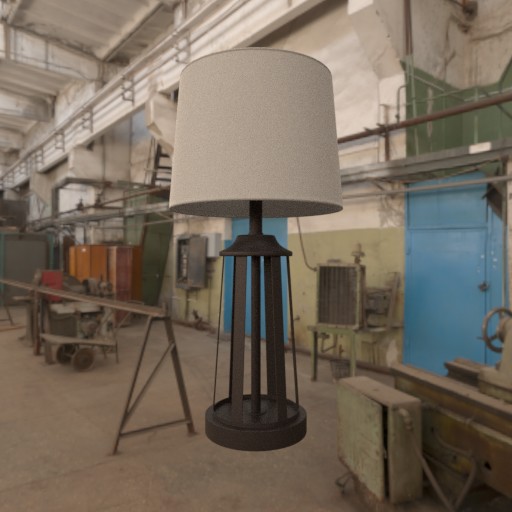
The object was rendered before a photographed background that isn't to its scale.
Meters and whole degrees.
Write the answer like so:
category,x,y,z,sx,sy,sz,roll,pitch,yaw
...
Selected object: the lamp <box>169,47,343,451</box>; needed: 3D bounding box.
category,x,y,z,sx,sy,sz,roll,pitch,yaw
lamp,0.000,0.000,0.650,0.251,0.509,0.251,0,0,0
